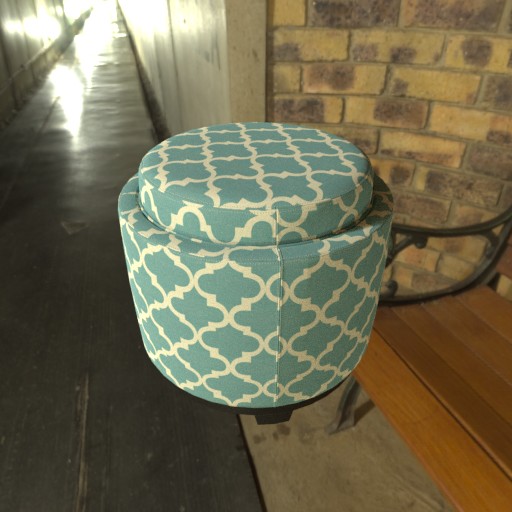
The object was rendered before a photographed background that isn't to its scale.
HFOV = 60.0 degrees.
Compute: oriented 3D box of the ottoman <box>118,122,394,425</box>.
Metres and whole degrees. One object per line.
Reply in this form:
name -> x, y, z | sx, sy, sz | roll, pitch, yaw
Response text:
ottoman -> 0.000, 0.000, 0.860 | 0.480, 0.429, 0.480 | 0, 33, 0
